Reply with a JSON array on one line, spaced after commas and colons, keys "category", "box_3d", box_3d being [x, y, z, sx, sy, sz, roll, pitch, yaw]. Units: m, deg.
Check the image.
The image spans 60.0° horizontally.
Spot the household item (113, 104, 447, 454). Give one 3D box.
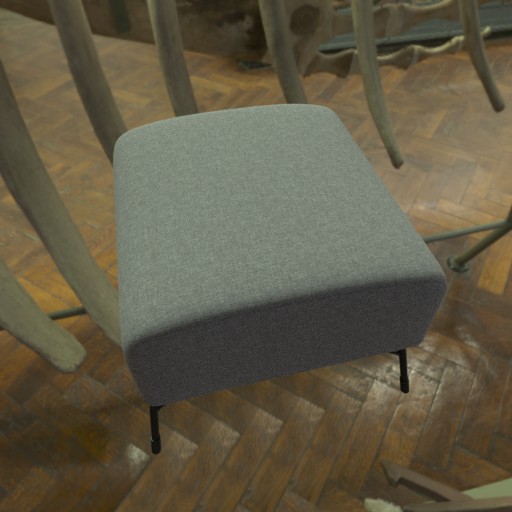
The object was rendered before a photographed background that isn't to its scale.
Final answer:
[{"category": "household item", "box_3d": [0.000, 0.000, 0.894, 0.530, 0.410, 0.530, -10, 49, -9]}]
